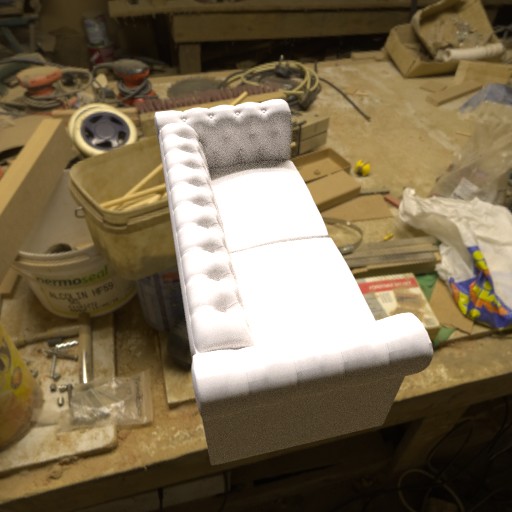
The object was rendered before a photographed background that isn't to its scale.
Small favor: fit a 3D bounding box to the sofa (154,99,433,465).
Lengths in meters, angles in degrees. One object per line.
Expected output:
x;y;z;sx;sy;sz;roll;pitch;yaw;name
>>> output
0.000;0.000;2.186;0.771;0.796;1.798;-9;46;-9;sofa
